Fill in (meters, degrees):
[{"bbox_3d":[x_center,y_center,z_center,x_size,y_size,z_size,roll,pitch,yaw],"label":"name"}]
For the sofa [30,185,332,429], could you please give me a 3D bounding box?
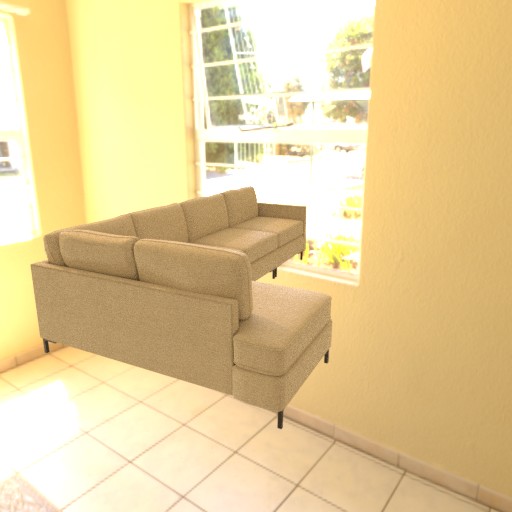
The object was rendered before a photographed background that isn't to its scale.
[{"bbox_3d":[0.000,0.000,4.278,2.048,0.996,3.384,8,18,26],"label":"sofa"}]
